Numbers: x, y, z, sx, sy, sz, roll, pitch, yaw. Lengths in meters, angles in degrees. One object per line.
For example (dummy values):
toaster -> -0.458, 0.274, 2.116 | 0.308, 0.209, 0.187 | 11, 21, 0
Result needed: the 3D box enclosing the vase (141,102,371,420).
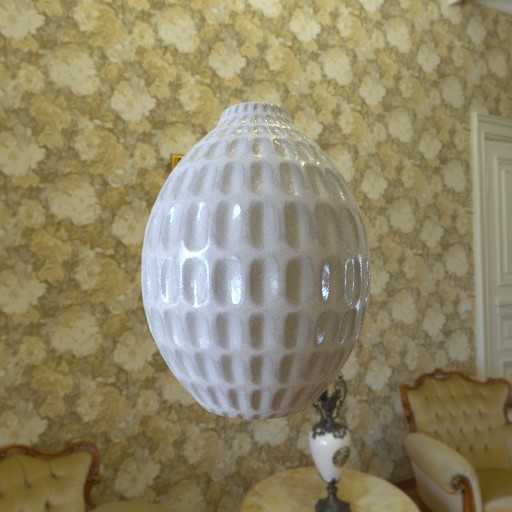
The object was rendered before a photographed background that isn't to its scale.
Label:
vase -> 0.000, 0.000, 0.256 | 0.128, 0.167, 0.128 | 0, -2, 0
